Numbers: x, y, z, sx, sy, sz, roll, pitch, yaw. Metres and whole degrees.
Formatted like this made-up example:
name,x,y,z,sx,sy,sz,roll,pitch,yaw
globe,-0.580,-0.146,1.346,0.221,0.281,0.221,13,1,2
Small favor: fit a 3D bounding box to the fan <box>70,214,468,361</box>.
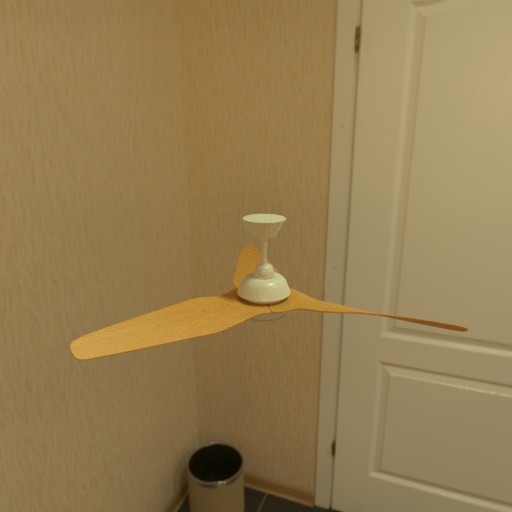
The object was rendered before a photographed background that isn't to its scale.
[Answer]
name,x,y,z,sx,sy,sz,roll,pitch,yaw
fan,0.000,0.000,1.674,1.142,0.355,1.010,-2,17,-8
